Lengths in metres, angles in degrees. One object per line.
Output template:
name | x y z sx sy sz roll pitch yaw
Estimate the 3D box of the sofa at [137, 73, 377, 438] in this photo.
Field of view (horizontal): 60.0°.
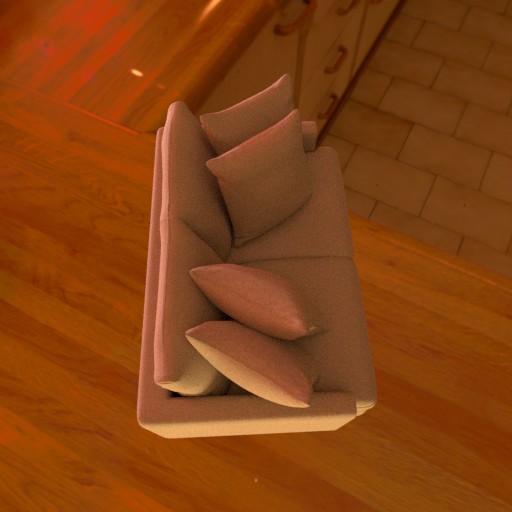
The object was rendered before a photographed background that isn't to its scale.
sofa | 0.000 0.000 2.609 1.228 1.080 1.869 -2 63 -1
